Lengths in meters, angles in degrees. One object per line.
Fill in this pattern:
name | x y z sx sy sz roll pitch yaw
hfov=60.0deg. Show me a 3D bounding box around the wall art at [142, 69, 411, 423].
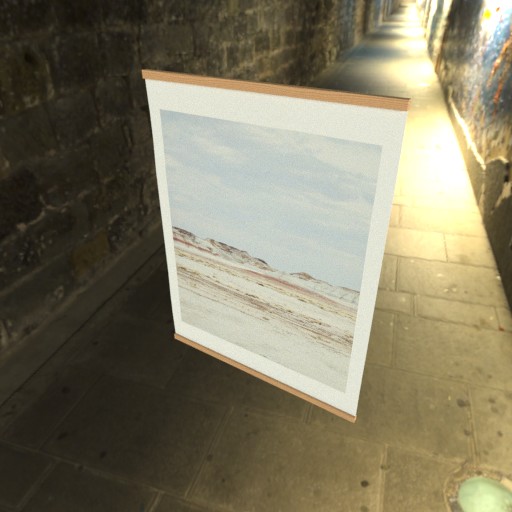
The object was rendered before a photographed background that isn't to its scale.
wall art | 0.000 0.000 0.817 0.458 0.605 0.011 18 35 27
